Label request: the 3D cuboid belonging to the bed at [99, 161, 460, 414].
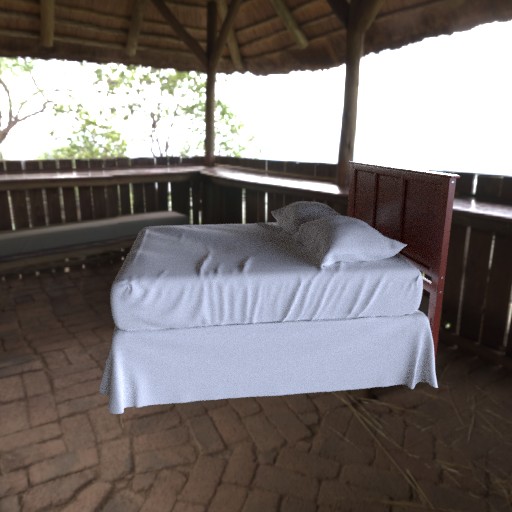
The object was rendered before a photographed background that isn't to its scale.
[{"bbox_3d":[0.000,0.000,3.244,2.050,1.270,1.870,-2,15,-8],"label":"bed"}]
